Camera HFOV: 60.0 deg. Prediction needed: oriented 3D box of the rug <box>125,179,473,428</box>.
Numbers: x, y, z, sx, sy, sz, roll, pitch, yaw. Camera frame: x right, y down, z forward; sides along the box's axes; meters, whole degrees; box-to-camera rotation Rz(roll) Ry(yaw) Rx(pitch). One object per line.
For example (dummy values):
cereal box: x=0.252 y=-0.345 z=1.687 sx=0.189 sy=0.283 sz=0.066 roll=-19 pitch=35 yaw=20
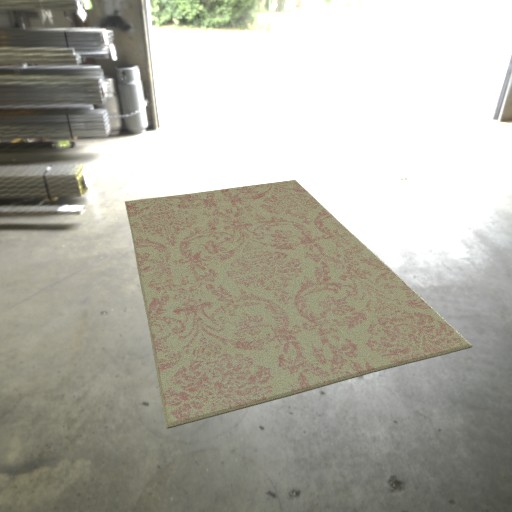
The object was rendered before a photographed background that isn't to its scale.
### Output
rug: x=0.000 y=0.000 z=2.345 sx=1.219 sy=0.012 sz=1.839 roll=-10 pitch=33 yaw=-15
